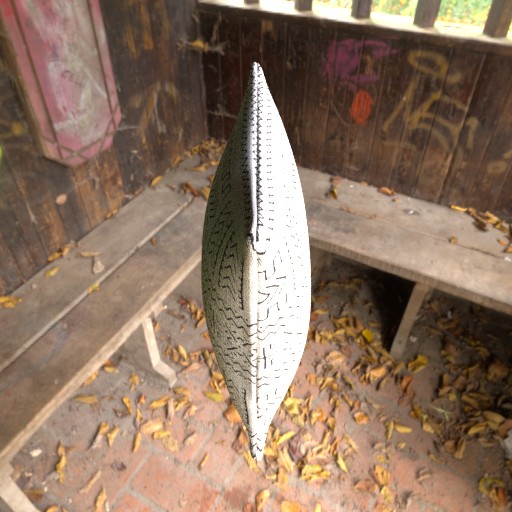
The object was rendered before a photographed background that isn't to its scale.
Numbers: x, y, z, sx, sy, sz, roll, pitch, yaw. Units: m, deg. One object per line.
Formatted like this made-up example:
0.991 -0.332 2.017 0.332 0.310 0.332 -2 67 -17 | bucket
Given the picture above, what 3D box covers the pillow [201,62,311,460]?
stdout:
0.000 0.000 0.673 0.164 0.430 0.438 0 42 0 | pillow
